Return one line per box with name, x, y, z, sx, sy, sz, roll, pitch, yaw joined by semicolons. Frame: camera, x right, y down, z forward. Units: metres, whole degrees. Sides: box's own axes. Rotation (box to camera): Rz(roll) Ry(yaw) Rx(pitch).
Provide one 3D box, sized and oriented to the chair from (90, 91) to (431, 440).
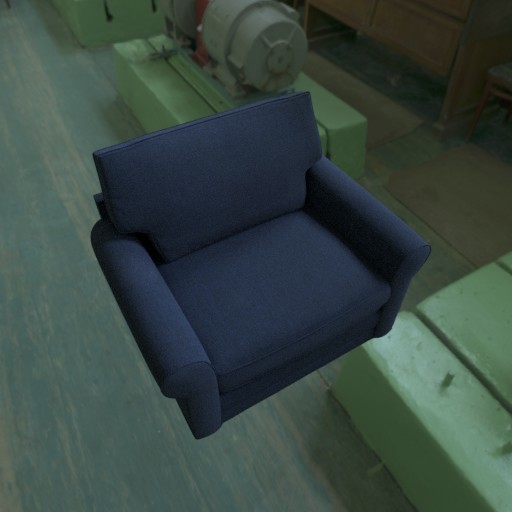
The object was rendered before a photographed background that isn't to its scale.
chair;0.000;0.000;2.045;1.285;1.044;0.963;-24;51;-20
